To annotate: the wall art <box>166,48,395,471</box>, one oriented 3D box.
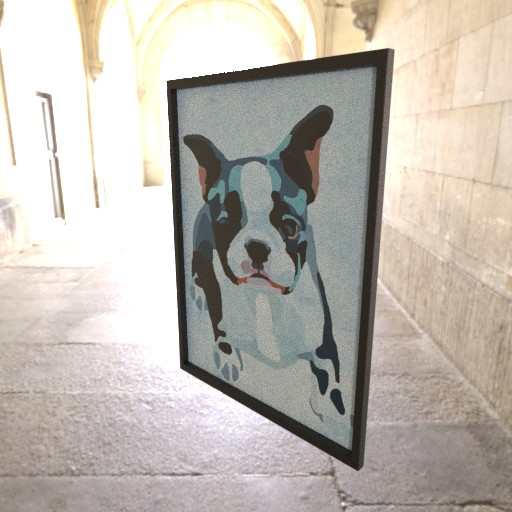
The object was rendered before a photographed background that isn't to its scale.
[{"bbox_3d":[0.000,0.000,1.304,0.774,1.027,0.030,14,21,42],"label":"wall art"}]
